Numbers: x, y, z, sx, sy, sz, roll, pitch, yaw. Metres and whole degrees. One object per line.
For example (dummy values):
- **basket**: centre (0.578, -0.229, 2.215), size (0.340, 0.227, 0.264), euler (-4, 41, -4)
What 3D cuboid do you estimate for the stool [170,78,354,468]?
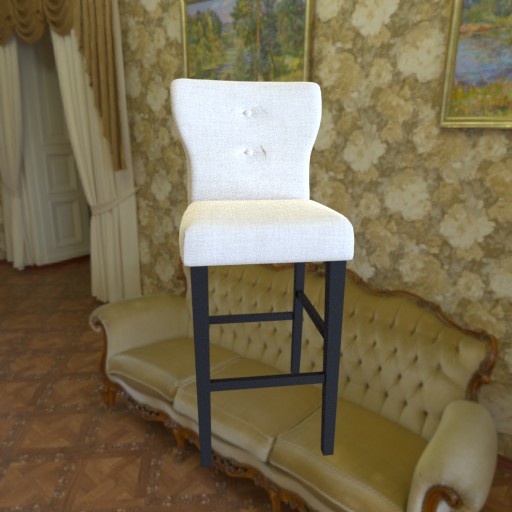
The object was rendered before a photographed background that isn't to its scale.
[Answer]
- **stool**: centre (0.000, 0.000, 1.438), size (0.516, 1.124, 0.603), euler (-2, 16, -7)
